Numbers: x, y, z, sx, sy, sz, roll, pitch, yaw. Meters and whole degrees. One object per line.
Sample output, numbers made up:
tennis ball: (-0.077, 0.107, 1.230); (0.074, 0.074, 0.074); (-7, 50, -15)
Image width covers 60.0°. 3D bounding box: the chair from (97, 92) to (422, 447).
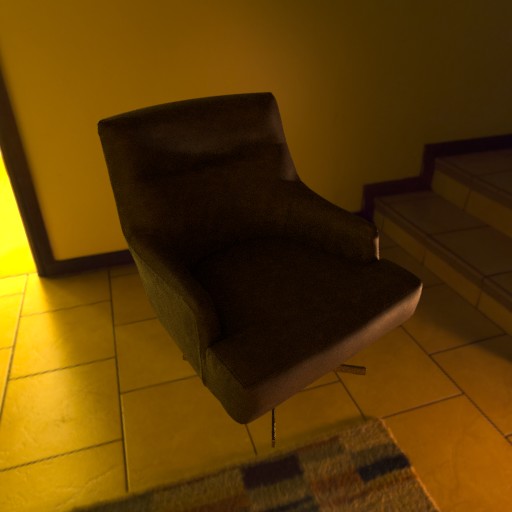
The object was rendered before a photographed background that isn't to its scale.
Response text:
chair: (0.000, 0.000, 1.482); (0.738, 0.870, 0.874); (-22, 38, -32)
